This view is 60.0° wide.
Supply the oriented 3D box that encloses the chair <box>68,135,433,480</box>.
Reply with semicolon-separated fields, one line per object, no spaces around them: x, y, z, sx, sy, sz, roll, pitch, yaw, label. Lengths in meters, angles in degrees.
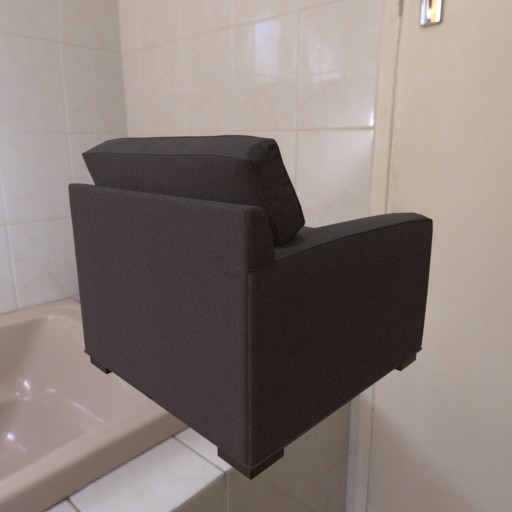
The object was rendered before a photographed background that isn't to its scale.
0.000;0.000;1.769;0.997;0.913;1.043;13;19;43;chair
